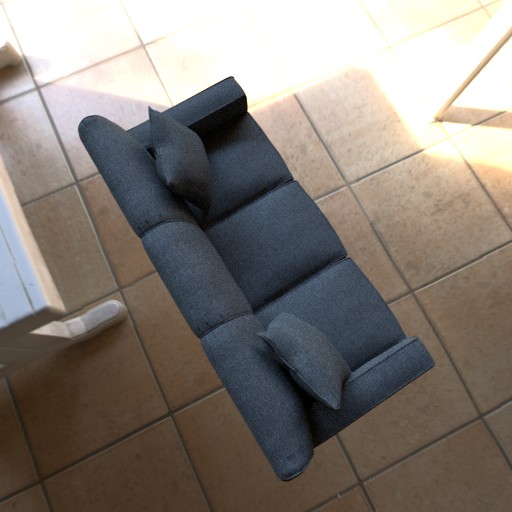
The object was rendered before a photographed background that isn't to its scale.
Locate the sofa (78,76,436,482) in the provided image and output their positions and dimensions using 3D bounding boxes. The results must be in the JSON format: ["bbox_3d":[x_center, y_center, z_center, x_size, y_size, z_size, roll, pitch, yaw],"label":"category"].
[{"bbox_3d":[0.000,0.000,2.555,0.997,0.958,2.024,-31,78,-8],"label":"sofa"}]
